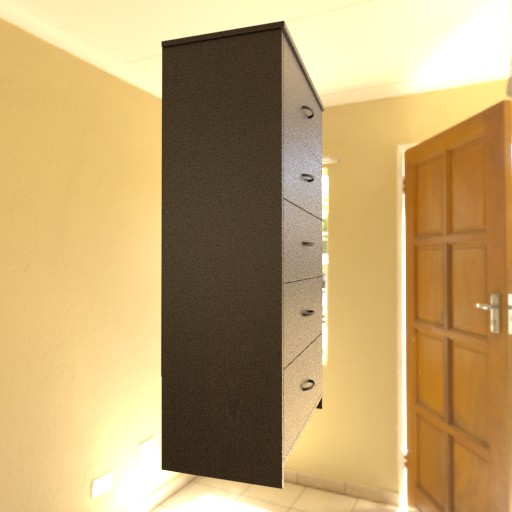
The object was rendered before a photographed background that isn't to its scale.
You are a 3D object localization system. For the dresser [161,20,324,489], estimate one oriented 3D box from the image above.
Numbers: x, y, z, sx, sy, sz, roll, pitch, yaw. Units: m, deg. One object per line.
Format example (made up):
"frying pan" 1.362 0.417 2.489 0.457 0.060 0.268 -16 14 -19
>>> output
"dresser" 0.000 0.000 1.573 0.418 1.254 0.704 0 -1 17
